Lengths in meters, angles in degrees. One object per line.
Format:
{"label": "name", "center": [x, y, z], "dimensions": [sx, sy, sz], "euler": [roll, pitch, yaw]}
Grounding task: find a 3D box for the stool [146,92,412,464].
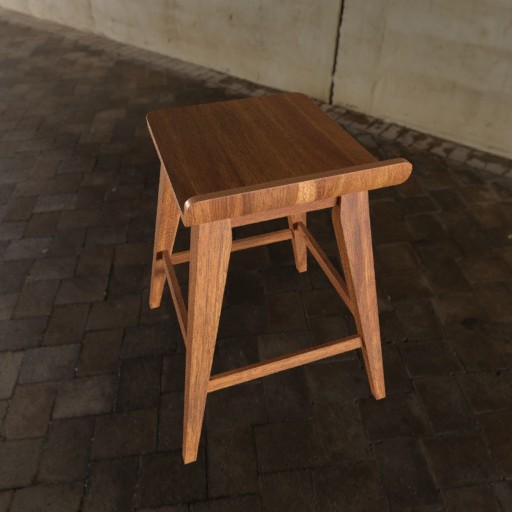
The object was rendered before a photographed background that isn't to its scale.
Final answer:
{"label": "stool", "center": [0.000, 0.000, 0.989], "dimensions": [0.500, 0.650, 0.500], "euler": [-13, 43, -14]}
